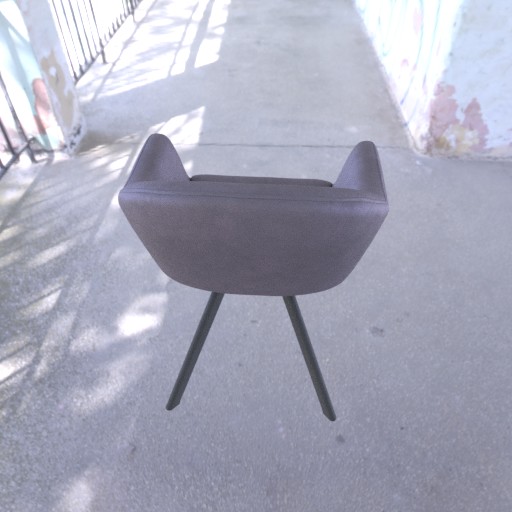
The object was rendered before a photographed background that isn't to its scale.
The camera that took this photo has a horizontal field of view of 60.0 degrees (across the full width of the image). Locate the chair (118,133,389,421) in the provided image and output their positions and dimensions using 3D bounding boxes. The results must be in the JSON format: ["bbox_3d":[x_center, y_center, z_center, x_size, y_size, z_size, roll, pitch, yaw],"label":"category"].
[{"bbox_3d":[0.000,0.000,1.136,0.567,0.781,0.544,3,45,3],"label":"chair"}]
